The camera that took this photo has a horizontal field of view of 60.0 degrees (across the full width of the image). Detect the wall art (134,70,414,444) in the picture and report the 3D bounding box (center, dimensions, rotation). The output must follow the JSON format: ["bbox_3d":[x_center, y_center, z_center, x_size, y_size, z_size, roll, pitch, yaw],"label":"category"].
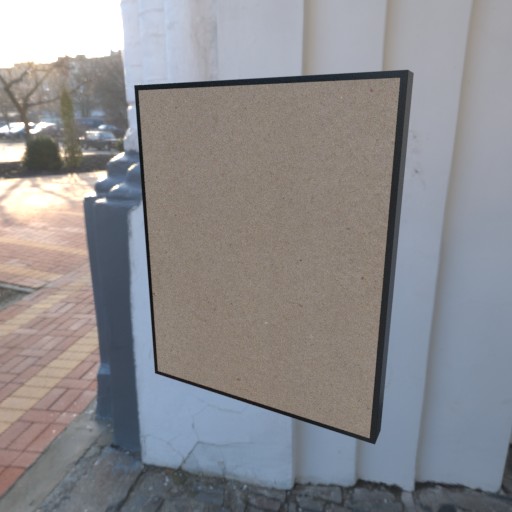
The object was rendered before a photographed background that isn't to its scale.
[{"bbox_3d":[0.000,0.000,0.742,0.448,0.551,0.038,9,18,27],"label":"wall art"}]
